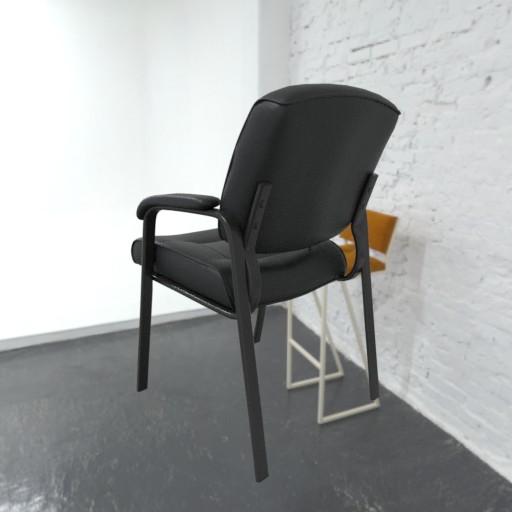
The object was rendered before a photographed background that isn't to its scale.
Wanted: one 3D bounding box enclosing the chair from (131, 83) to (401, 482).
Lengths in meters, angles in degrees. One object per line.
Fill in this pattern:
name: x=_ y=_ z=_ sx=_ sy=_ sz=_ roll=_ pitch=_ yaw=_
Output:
chair: x=0.000 y=0.000 z=1.322 sx=0.591 sy=0.910 sz=0.668 roll=-13 pitch=19 yaw=-42
